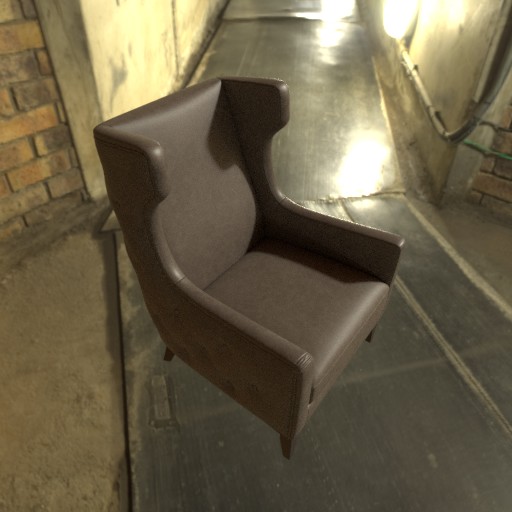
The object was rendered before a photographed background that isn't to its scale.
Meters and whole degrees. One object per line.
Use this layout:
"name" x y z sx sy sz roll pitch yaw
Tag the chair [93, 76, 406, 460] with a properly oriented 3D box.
"chair" 0.000 0.000 1.679 0.899 1.079 0.769 26 46 27
